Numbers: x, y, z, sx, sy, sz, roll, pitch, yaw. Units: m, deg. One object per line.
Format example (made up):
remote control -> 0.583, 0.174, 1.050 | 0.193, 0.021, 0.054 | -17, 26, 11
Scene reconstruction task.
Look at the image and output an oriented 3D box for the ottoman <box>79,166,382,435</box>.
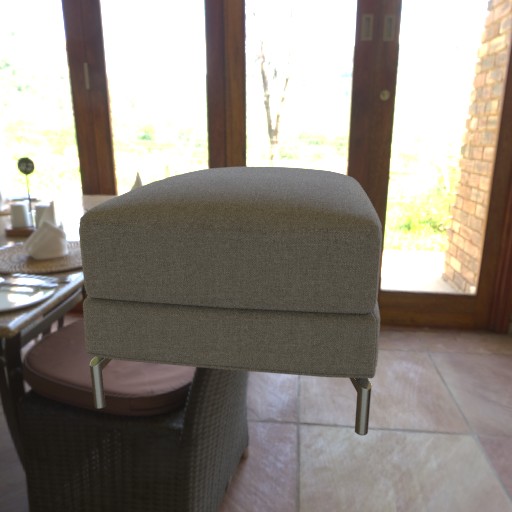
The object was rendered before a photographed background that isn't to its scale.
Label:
ottoman -> 0.000, 0.000, 1.198 | 0.584, 0.457, 0.838 | 2, 15, 9
